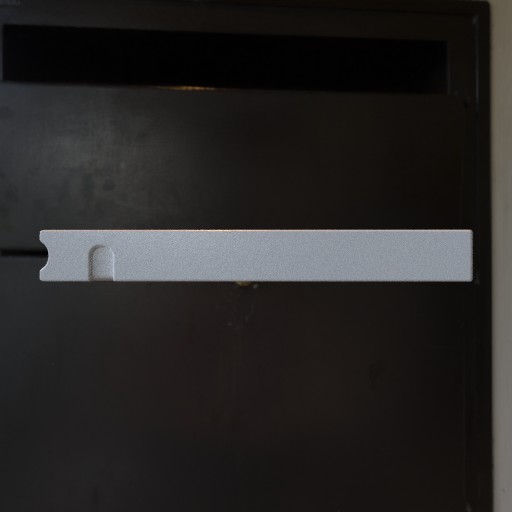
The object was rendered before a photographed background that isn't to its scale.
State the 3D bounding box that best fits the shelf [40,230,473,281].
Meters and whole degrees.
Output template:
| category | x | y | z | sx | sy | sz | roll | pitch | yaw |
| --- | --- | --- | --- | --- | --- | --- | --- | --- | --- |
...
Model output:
| category | x | y | z | sx | sy | sz | roll | pitch | yaw |
| --- | --- | --- | --- | --- | --- | --- | --- | --- | --- |
| shelf | 0.000 | 0.000 | 0.448 | 0.296 | 0.035 | 0.296 | 0 | 0 | 0 |
